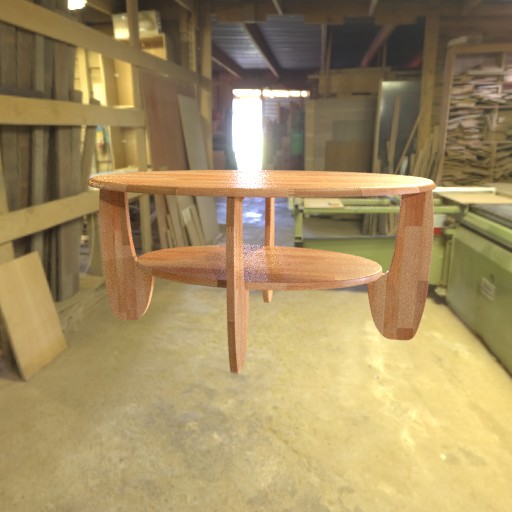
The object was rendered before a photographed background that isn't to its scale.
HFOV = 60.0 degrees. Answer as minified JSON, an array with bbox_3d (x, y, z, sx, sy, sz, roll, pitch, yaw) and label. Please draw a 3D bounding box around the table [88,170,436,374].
[{"bbox_3d":[0.000,0.000,1.394,1.040,0.490,0.690,3,15,10],"label":"table"}]
